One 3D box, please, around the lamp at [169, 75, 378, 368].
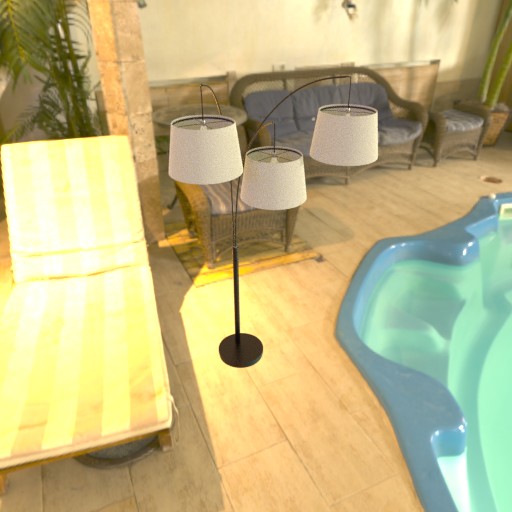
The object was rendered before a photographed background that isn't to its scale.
[{"bbox_3d":[0.000,0.000,2.502,0.951,1.950,0.924,-10,31,-16],"label":"lamp"}]
